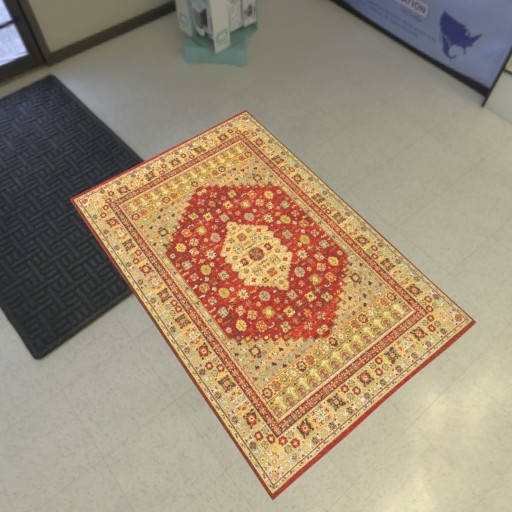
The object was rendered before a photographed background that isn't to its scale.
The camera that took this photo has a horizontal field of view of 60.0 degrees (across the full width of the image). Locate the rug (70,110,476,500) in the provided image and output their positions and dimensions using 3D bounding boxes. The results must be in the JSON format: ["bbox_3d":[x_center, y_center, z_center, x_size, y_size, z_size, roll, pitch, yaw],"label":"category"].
[{"bbox_3d":[0.000,0.000,2.231,1.194,0.013,1.802,-33,64,-18],"label":"rug"}]
